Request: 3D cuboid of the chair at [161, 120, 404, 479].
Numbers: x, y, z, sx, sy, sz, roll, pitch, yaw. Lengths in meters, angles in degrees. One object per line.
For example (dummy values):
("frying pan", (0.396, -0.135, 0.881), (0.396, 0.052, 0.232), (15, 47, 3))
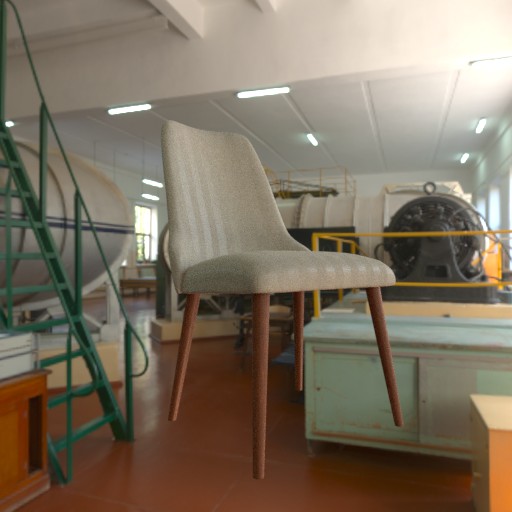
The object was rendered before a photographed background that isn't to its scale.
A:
("chair", (0.000, 0.000, 1.326), (0.526, 0.917, 0.684), (0, 0, -36))
